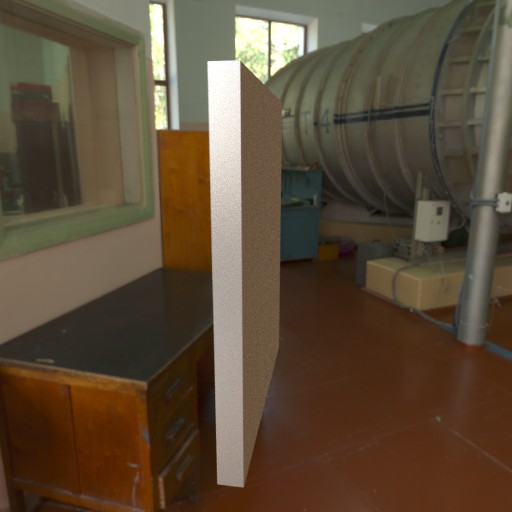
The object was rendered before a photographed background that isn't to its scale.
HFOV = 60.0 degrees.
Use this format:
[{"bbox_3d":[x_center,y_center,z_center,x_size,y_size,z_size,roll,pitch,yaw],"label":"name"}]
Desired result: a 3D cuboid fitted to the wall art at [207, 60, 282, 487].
[{"bbox_3d":[0.000,0.000,0.769,0.038,0.549,0.452,2,14,9],"label":"wall art"}]
